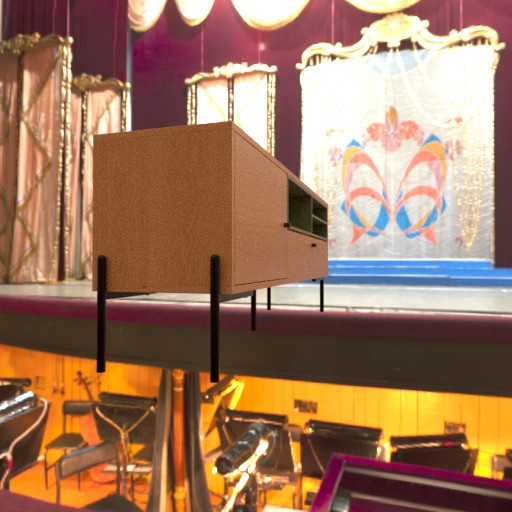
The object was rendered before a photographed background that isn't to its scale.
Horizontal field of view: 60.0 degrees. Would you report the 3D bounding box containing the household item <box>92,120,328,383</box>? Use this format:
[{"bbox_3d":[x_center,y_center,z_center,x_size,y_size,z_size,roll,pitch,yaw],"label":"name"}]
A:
[{"bbox_3d":[0.000,0.000,1.789,0.400,0.600,1.550,0,-1,18],"label":"household item"}]
